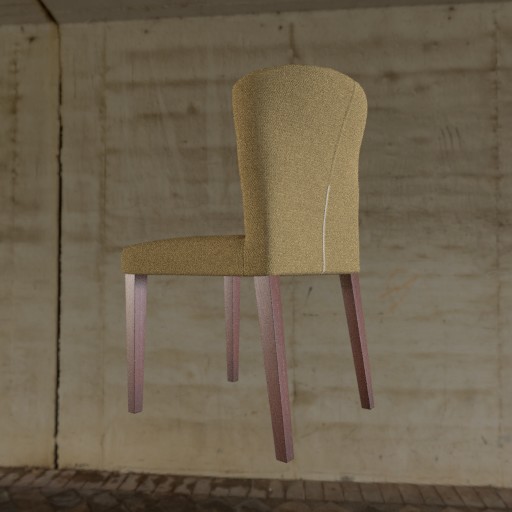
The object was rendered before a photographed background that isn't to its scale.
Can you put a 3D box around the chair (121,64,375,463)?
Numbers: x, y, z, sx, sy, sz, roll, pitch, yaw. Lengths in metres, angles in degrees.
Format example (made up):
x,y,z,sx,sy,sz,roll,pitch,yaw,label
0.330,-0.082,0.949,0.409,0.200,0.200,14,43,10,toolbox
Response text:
x,y,z,sx,sy,sz,roll,pitch,yaw,label
0.000,0.000,1.212,0.589,0.839,0.491,-1,-2,37,chair
